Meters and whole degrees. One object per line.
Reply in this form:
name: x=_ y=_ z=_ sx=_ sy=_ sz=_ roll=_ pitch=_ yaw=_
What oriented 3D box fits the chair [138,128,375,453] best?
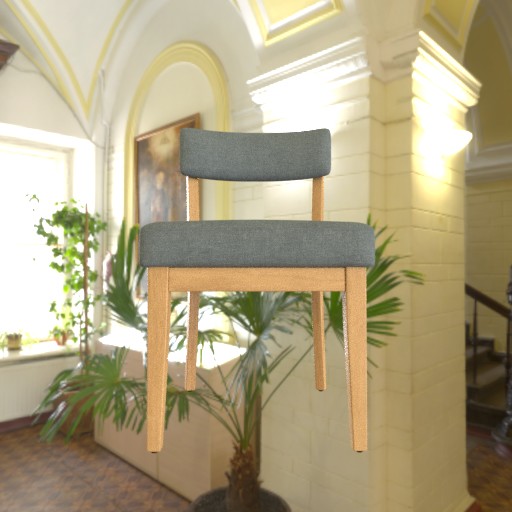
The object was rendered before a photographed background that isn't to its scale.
chair: x=0.000 y=0.000 z=1.198 sx=0.508 sy=0.832 sz=0.572 roll=0 pitch=-1 yaw=-1
